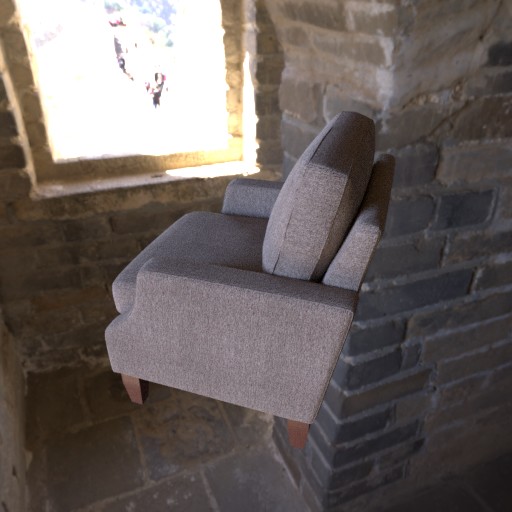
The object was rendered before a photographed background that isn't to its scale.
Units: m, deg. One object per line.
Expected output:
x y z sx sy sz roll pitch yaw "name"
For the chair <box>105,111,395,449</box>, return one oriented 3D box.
0.000 0.000 1.676 0.897 0.993 0.855 9 31 16 "chair"
